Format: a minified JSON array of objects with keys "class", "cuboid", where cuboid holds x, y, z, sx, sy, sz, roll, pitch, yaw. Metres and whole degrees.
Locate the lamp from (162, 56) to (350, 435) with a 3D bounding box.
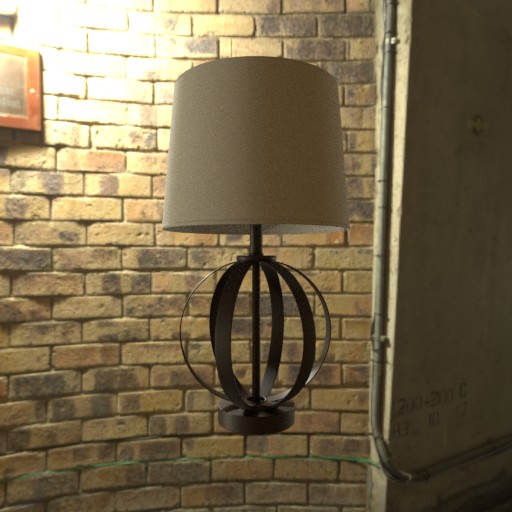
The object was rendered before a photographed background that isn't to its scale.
[{"class":"lamp","cuboid":[0.000,0.000,0.690,0.286,0.510,0.286,0,0,0]}]
